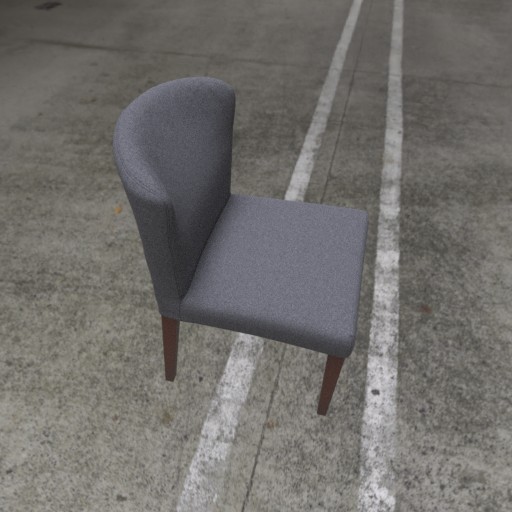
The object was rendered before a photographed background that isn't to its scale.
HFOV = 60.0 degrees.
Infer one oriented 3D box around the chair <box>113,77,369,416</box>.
[{"bbox_3d":[0.000,0.000,1.233,0.592,0.839,0.491,10,47,9],"label":"chair"}]
